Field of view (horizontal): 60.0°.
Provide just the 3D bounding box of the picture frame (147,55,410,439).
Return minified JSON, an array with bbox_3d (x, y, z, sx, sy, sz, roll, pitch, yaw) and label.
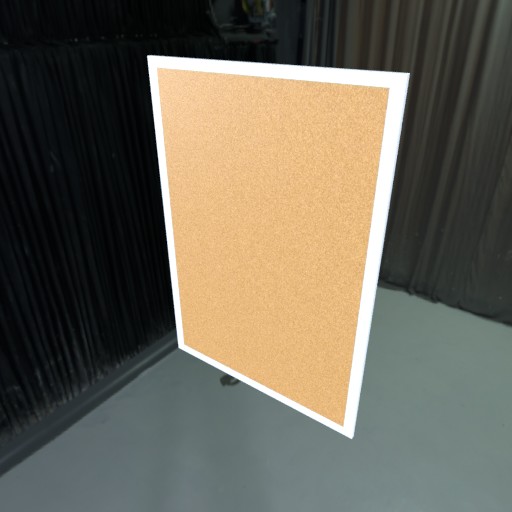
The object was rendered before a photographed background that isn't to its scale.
[{"bbox_3d":[0.000,0.000,1.172,0.659,0.940,0.013,19,34,31],"label":"picture frame"}]
